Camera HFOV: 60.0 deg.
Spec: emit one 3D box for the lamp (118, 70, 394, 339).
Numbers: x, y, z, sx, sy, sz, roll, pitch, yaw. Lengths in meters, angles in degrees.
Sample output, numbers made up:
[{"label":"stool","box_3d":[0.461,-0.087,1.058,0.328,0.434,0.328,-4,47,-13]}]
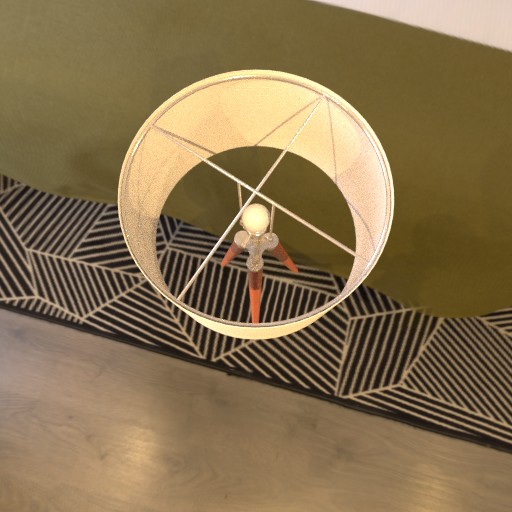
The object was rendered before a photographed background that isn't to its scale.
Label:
[{"label":"lamp","box_3d":[0.000,0.000,0.913,0.354,0.709,0.355,-15,77,-4]}]
